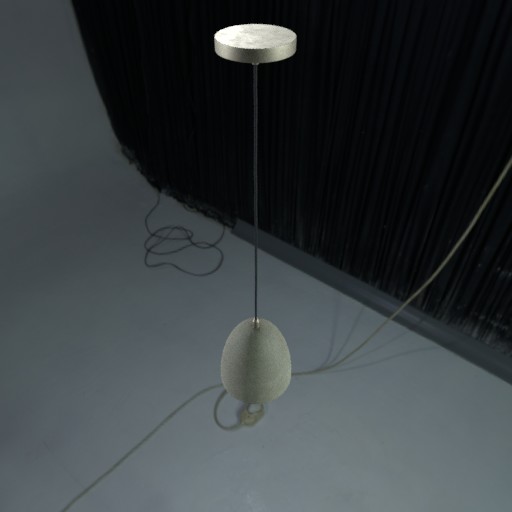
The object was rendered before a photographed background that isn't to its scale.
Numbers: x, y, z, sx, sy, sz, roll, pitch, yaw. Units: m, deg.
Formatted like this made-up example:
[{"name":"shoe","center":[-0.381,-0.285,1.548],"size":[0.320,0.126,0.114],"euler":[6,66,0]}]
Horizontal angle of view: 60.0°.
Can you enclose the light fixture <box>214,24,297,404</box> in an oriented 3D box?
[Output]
[{"name":"light fixture","center":[0.000,0.000,0.821],"size":[0.170,0.759,0.170],"euler":[26,48,26]}]
